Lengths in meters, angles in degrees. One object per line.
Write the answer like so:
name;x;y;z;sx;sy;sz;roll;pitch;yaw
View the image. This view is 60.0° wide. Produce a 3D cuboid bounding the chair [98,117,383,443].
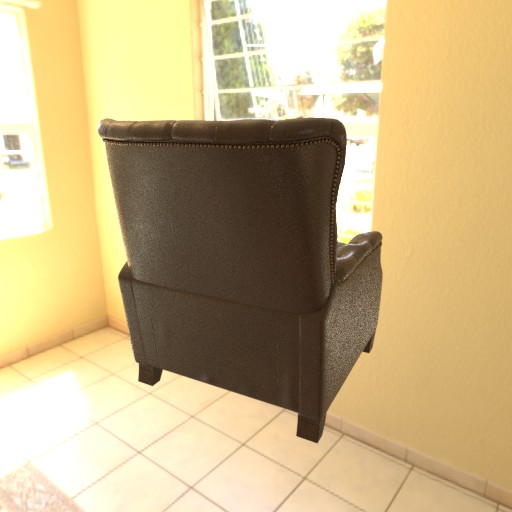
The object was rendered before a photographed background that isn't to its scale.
chair;0.000;0.000;1.458;0.709;0.864;0.823;9;19;27
